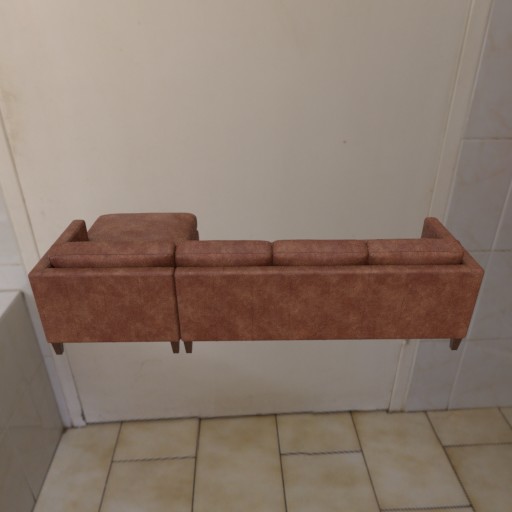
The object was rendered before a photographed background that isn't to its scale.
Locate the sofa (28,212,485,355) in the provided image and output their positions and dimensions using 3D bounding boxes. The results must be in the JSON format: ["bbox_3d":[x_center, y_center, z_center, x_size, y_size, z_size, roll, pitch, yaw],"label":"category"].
[{"bbox_3d":[0.000,0.000,3.916,3.203,0.883,1.581,0,29,-1],"label":"sofa"}]
